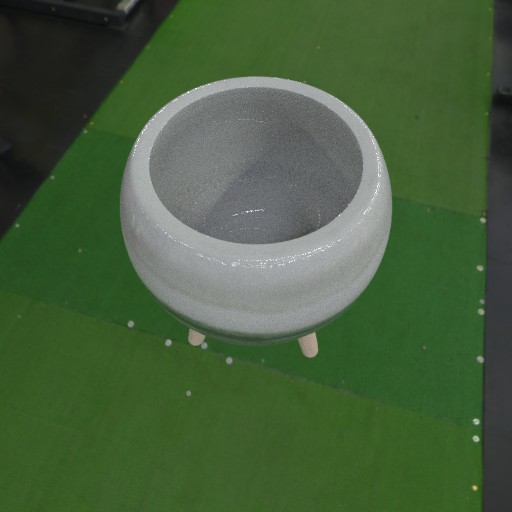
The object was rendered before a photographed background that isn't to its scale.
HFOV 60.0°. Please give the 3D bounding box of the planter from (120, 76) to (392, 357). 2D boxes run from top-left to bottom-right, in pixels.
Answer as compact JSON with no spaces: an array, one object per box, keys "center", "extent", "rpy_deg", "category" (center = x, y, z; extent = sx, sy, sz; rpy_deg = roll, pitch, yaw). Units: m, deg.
[{"center":[0.000,0.000,0.438],"extent":[0.222,0.278,0.222],"rpy_deg":[0,58,0],"category":"planter"}]
